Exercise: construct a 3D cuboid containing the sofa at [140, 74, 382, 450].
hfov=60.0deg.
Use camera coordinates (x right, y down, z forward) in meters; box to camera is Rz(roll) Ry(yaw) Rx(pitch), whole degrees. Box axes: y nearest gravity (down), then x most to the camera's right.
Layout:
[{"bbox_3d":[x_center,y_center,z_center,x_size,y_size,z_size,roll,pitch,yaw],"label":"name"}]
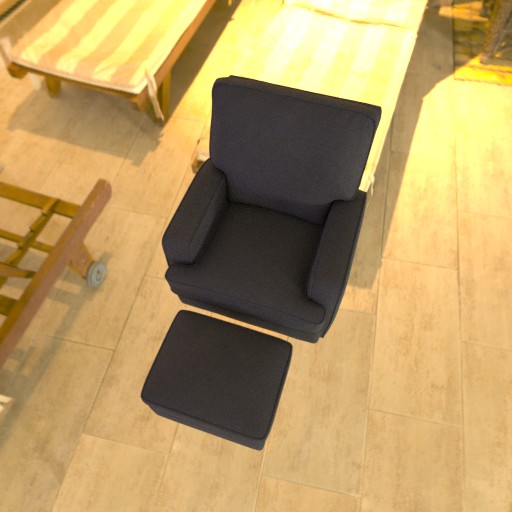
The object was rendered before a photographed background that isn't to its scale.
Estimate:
[{"bbox_3d":[0.000,0.000,2.027,0.861,0.959,1.472,16,60,9],"label":"sofa"}]
